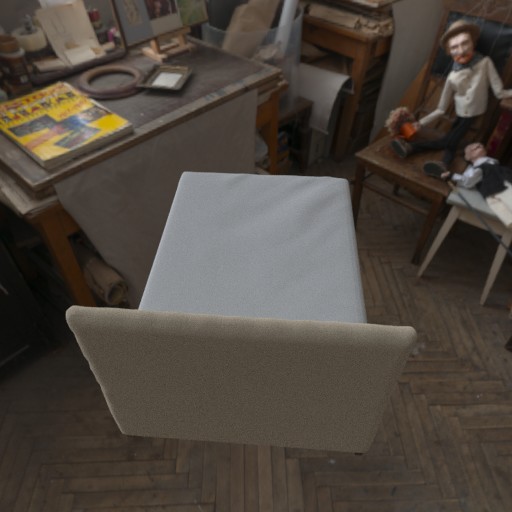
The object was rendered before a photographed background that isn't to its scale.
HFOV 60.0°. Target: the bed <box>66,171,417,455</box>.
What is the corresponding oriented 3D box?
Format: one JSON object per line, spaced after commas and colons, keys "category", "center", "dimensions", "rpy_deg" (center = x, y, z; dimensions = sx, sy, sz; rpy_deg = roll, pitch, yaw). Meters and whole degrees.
{"category": "bed", "center": [0.000, 0.000, 3.395], "dimensions": [1.698, 1.427, 2.387], "rpy_deg": [3, 46, 3]}
